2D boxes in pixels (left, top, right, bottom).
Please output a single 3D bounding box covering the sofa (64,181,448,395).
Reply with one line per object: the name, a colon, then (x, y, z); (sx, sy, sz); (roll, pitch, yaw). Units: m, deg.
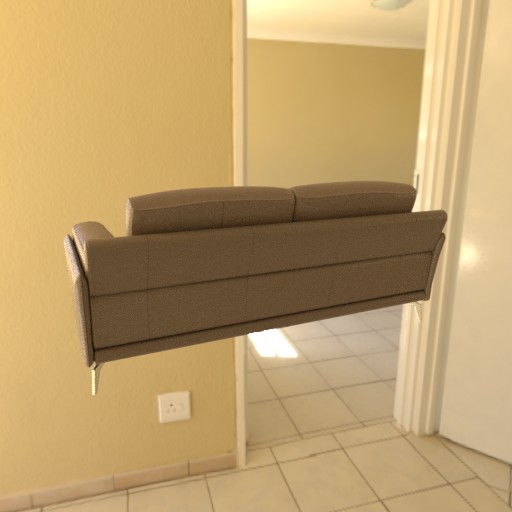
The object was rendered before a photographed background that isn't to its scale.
sofa: (0.000, 0.000, 2.699); (2.101, 0.930, 1.049); (-7, 16, -24)
